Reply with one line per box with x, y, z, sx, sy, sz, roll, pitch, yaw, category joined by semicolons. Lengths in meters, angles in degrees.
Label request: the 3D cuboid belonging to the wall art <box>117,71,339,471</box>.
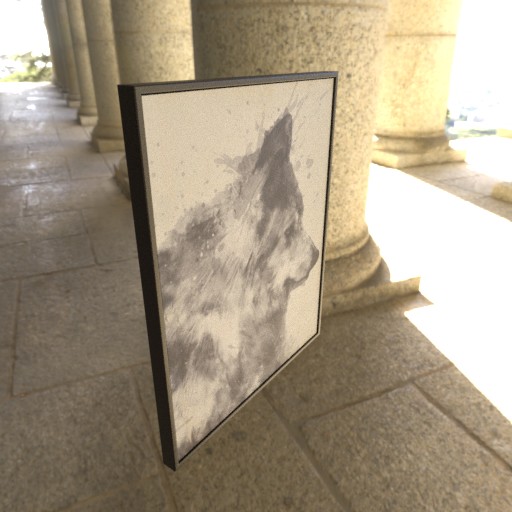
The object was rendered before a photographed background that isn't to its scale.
0.000;0.000;0.733;0.028;0.551;0.451;17;30;33;wall art
